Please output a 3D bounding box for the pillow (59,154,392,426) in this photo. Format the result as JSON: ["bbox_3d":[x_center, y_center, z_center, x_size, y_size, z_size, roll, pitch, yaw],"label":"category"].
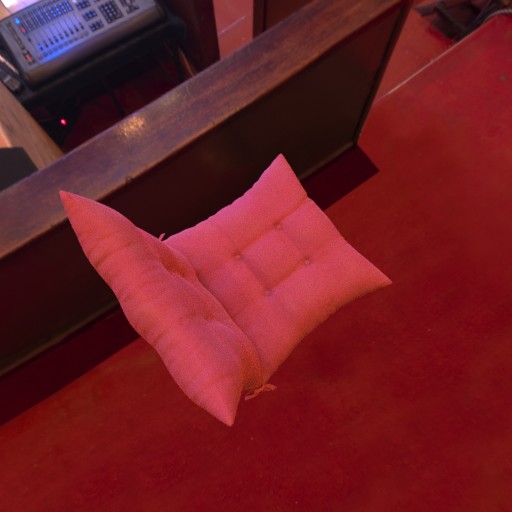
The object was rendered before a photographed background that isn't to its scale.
[{"bbox_3d":[0.000,0.000,1.032,0.585,0.536,0.541,-37,78,-9],"label":"pillow"}]
